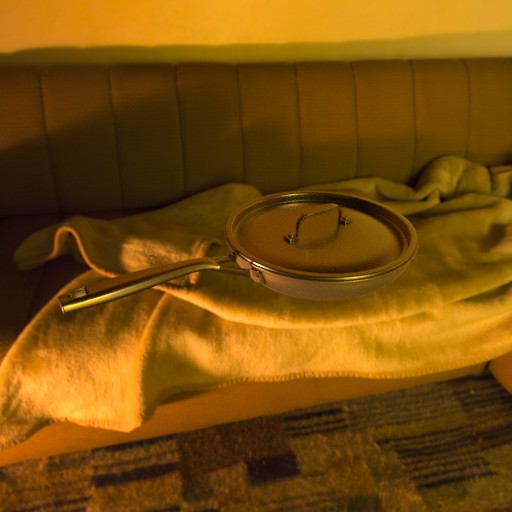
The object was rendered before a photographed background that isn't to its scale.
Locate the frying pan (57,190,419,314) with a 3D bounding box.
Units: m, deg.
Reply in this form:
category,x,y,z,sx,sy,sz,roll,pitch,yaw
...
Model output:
category,x,y,z,sx,sy,sz,roll,pitch,yaw
frying pan,0.000,0.000,0.589,0.490,0.086,0.272,-18,35,-28
